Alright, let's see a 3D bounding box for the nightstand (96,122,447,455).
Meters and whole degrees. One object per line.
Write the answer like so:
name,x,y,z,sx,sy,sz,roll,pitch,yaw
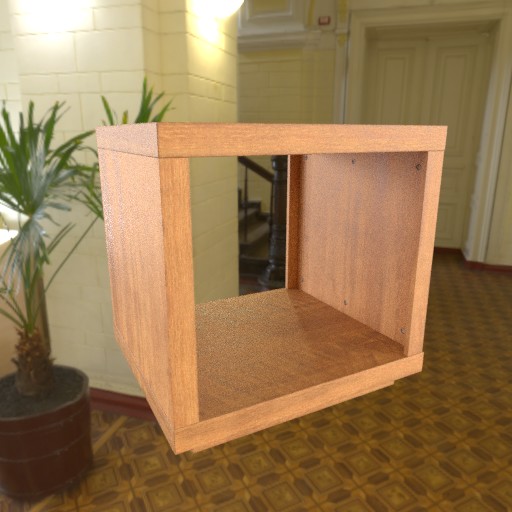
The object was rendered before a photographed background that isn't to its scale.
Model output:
nightstand,0.000,0.000,0.871,0.493,0.491,0.436,-8,17,-27
